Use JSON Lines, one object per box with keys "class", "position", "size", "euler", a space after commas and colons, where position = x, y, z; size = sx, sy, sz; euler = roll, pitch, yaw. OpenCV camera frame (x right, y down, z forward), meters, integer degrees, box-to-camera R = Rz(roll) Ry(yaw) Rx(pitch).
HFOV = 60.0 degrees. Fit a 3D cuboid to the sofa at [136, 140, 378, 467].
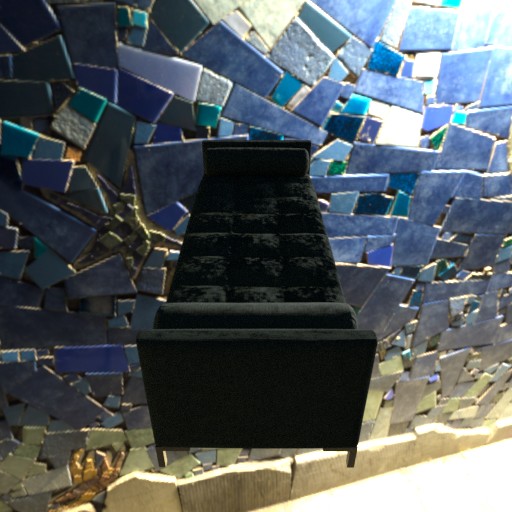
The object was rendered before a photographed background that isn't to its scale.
{"class": "sofa", "position": [0.000, 0.000, 2.439], "size": [0.797, 0.657, 2.102], "euler": [0, 32, 0]}
